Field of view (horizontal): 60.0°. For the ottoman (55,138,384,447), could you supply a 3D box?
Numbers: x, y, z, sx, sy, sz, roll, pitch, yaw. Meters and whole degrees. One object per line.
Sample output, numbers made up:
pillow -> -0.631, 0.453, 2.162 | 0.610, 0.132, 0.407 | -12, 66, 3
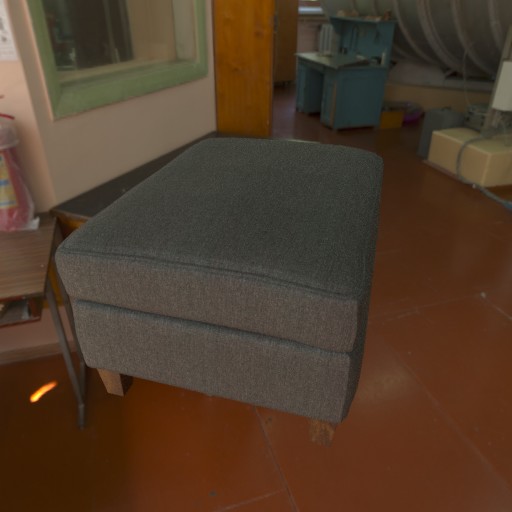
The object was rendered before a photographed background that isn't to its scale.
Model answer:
ottoman -> 0.000, 0.000, 1.233 | 0.639, 0.496, 0.826 | 8, 32, 14
